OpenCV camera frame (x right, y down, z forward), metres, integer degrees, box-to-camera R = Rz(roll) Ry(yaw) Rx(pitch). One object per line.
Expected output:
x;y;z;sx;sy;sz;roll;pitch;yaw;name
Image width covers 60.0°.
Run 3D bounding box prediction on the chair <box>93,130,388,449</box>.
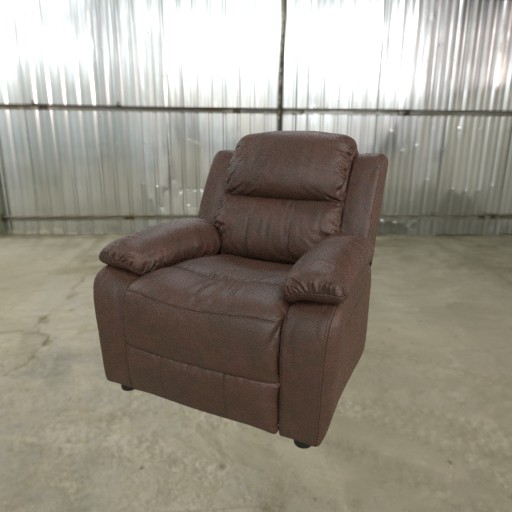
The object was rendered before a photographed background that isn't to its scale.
0.000;0.000;1.291;0.680;0.702;0.707;8;18;25;chair
